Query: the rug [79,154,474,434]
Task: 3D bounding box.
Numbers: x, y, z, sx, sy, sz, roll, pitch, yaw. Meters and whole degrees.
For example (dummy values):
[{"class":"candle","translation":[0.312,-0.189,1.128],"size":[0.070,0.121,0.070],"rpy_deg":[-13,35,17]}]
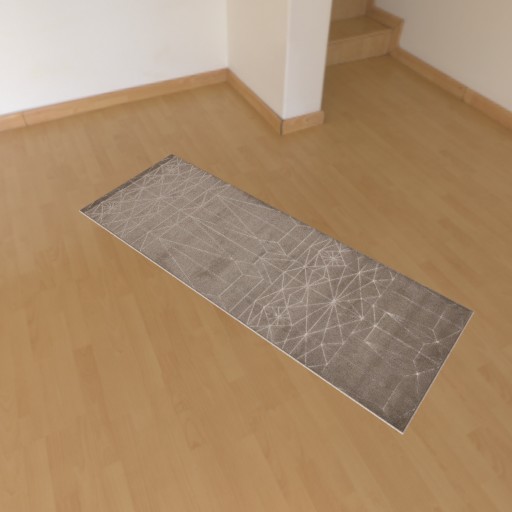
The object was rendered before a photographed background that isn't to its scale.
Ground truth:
[{"class":"rug","translation":[0.000,0.000,2.718],"size":[2.388,0.012,0.864],"rpy_deg":[31,54,25]}]
